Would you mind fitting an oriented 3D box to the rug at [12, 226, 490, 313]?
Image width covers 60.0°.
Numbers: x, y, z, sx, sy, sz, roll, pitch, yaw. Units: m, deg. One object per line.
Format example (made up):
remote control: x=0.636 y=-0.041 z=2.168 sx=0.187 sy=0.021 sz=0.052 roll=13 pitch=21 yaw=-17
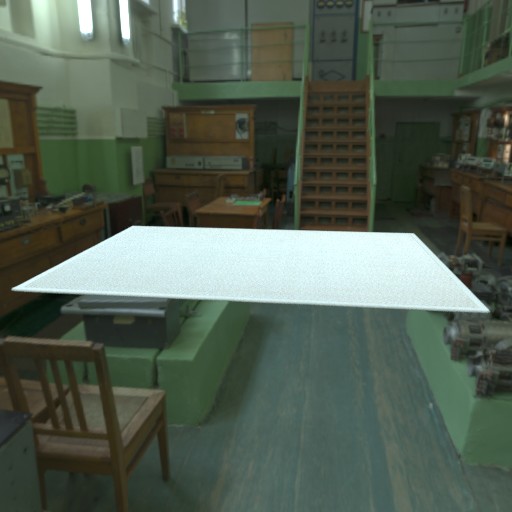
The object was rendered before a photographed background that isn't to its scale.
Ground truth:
rug: x=0.000 y=0.000 z=2.780 sx=2.244 sy=0.017 sz=1.532 roll=2 pitch=16 yaw=7
